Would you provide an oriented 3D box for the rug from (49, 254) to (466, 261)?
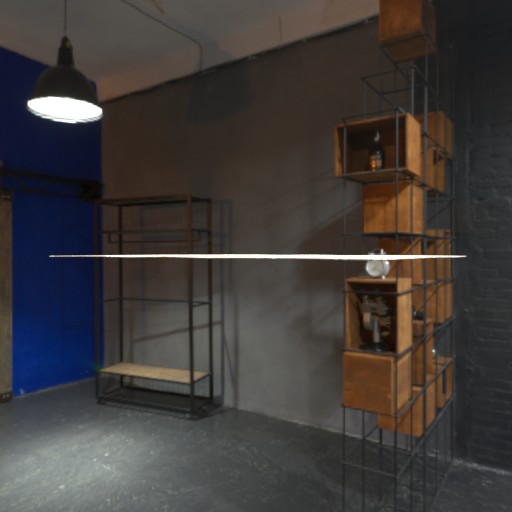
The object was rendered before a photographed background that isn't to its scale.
[{"bbox_3d":[0.000,0.000,2.764,2.135,0.013,1.524,0,1,36],"label":"rug"}]
